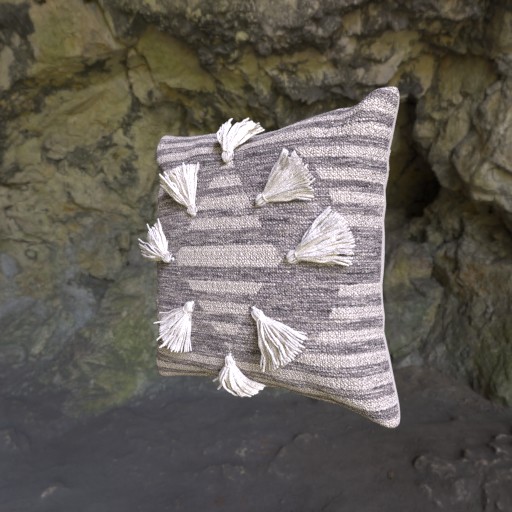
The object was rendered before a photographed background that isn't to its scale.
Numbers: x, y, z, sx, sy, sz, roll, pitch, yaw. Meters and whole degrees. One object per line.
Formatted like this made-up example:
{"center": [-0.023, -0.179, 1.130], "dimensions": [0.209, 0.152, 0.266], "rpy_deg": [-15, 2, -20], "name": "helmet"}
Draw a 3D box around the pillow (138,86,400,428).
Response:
{"center": [0.000, 0.000, 0.760], "dimensions": [0.484, 0.490, 0.234], "rpy_deg": [0, 0, 35], "name": "pillow"}
